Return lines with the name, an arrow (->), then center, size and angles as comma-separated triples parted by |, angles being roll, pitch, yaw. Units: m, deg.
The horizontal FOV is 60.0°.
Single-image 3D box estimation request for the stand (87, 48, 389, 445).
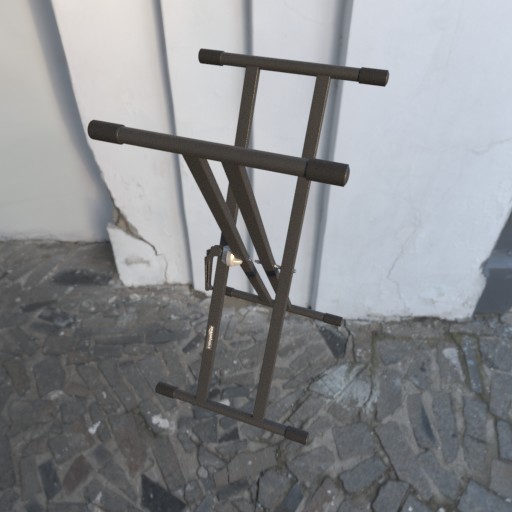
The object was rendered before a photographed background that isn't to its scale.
stand -> 0.000, 0.000, 1.218 | 0.495, 0.900, 0.503 | 14, 43, 15
